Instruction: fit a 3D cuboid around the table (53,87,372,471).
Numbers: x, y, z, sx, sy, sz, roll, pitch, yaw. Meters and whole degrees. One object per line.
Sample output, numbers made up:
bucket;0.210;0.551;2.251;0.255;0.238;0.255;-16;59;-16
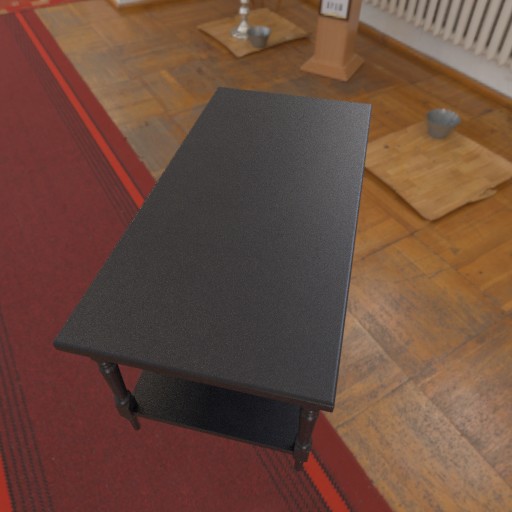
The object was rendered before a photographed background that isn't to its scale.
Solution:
table;0.000;0.000;1.371;0.550;0.510;1.107;10;47;9
